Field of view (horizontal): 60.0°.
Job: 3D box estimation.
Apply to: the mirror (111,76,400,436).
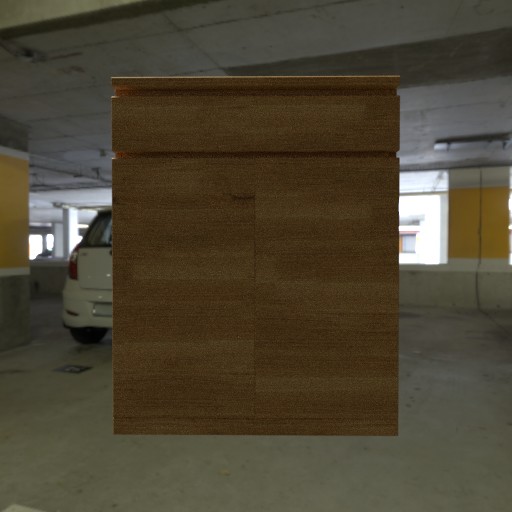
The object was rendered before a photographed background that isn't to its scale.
[{"bbox_3d":[0.000,0.000,1.433,0.800,1.000,0.400,0,1,1],"label":"mirror"}]
